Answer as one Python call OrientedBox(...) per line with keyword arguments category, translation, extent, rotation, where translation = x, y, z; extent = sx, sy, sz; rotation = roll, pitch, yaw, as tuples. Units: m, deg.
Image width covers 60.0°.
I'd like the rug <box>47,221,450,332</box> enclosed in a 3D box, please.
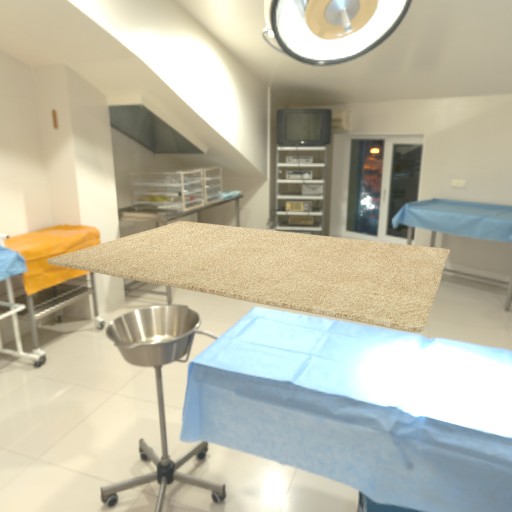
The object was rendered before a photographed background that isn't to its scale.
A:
OrientedBox(category="rug", translation=(0.000, 0.000, 3.026), extent=(2.349, 0.025, 1.500), rotation=(8, 17, 26))
